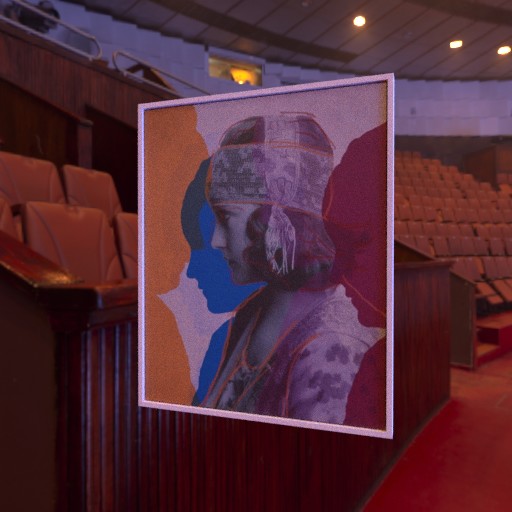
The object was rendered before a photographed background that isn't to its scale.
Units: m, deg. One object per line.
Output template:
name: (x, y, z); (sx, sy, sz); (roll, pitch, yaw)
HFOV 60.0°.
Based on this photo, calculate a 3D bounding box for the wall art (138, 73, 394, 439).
wall art: (0.000, 0.000, 0.749); (0.443, 0.549, 0.030); (0, 1, 19)
